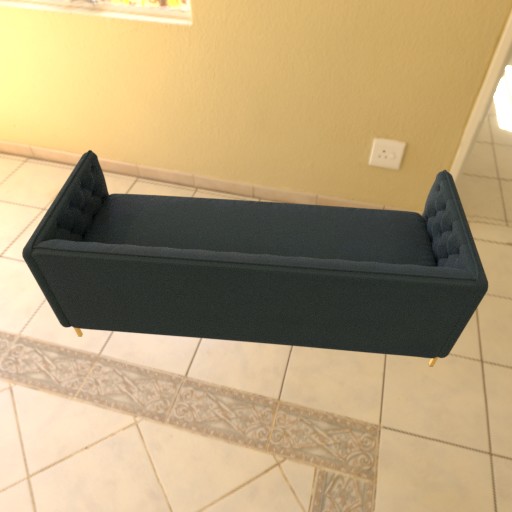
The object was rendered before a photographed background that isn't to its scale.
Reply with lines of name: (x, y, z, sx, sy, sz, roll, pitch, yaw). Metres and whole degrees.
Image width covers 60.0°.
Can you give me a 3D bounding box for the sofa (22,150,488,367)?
sofa: (0.000, 0.000, 2.587, 2.209, 0.771, 0.895, 4, 47, 4)
